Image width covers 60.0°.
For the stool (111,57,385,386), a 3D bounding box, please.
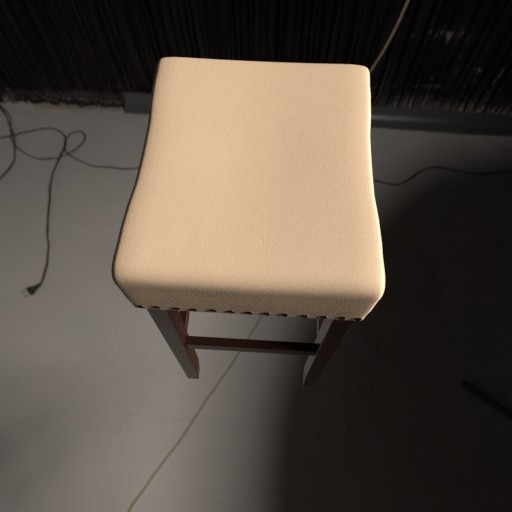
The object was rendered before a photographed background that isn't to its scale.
[{"bbox_3d":[0.000,0.000,1.064,0.401,0.762,0.471,3,64,2],"label":"stool"}]
